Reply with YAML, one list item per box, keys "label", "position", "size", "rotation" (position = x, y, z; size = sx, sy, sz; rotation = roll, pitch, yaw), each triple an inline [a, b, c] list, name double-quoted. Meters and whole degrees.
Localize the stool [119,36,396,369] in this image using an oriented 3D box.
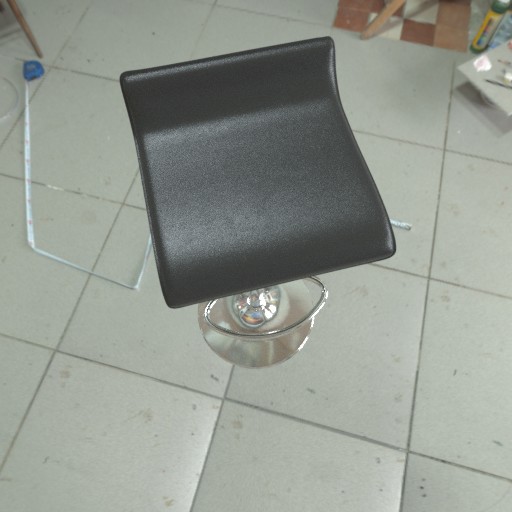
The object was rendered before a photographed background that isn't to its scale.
- label: "stool"
  position: [0.000, 0.000, 1.059]
  size: [0.381, 0.851, 0.381]
  rotation: [-13, 66, -6]
